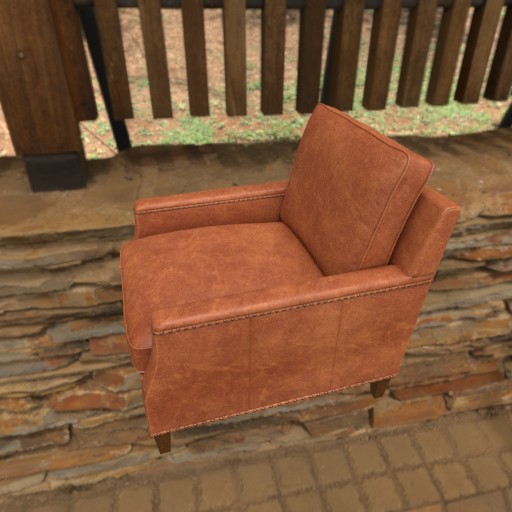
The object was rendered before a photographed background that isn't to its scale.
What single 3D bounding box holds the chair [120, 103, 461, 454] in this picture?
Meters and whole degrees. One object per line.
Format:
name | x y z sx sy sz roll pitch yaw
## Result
chair | 0.000 0.000 1.684 1.014 0.943 0.853 -9 33 -14
